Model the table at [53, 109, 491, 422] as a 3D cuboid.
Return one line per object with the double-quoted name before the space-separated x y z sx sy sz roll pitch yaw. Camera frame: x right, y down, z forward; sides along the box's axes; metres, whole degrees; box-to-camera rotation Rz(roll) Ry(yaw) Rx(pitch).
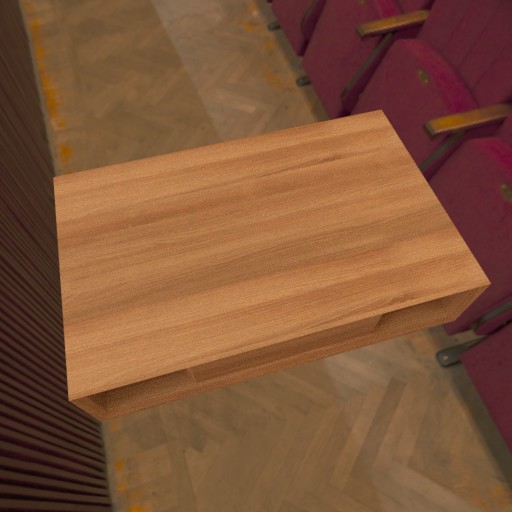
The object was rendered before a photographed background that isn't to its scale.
"table" 0.000 0.000 1.415 1.100 0.330 0.700 -14 60 -8
